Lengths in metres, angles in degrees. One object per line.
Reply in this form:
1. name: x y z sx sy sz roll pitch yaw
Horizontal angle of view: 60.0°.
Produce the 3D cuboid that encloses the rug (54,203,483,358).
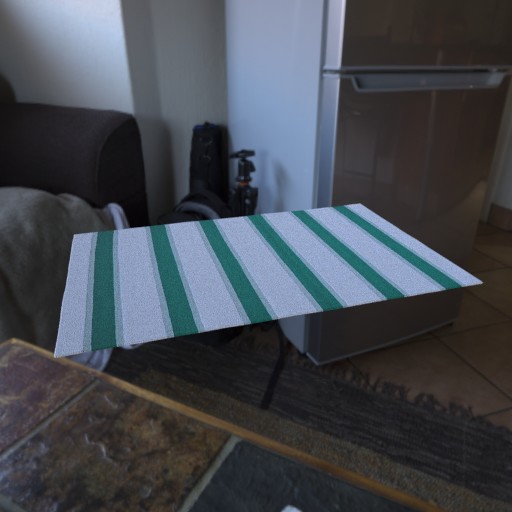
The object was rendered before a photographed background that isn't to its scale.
1. rug: 0.000 0.000 3.037 2.436 0.015 1.521 -8 27 -15
